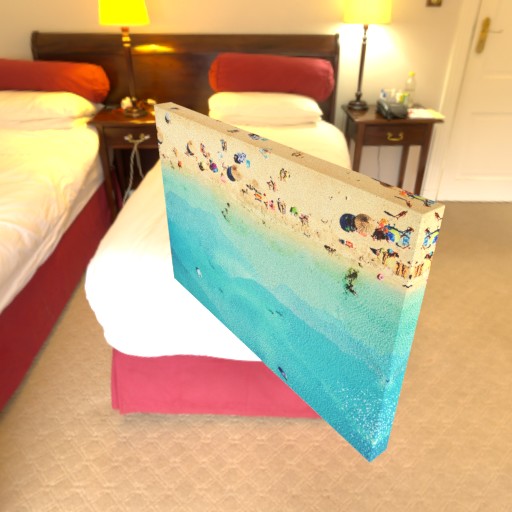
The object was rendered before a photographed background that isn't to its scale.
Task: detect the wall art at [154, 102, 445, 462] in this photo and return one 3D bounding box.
[{"bbox_3d":[0.000,0.000,0.766,0.039,0.406,0.609,-21,37,-31],"label":"wall art"}]
